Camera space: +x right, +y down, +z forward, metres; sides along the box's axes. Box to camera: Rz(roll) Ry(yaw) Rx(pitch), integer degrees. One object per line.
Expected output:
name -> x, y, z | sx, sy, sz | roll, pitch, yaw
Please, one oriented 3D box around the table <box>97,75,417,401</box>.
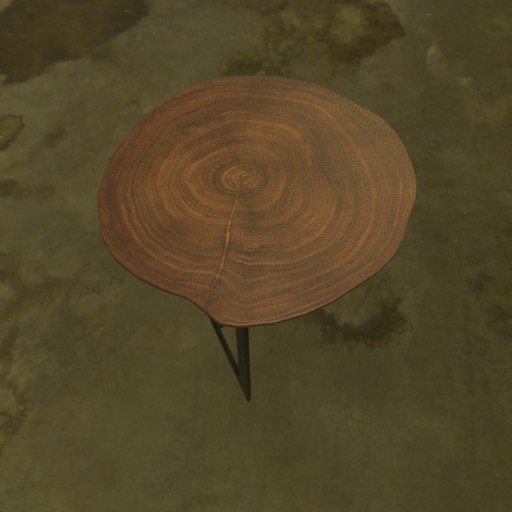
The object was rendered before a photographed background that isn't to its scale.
table -> 0.000, 0.000, 0.882 | 0.494, 0.476, 0.477 | -31, 62, -19
